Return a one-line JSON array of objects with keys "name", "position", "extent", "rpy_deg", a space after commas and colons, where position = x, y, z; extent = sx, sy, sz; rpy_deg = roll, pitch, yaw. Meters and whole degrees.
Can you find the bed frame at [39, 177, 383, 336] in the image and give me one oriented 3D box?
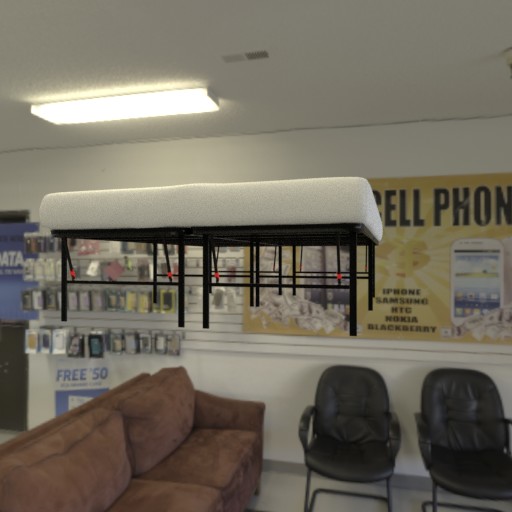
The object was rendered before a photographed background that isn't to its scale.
[{"name": "bed frame", "position": [0.000, 0.000, 2.921], "extent": [1.584, 0.667, 2.151], "rpy_deg": [0, 0, 17]}]
